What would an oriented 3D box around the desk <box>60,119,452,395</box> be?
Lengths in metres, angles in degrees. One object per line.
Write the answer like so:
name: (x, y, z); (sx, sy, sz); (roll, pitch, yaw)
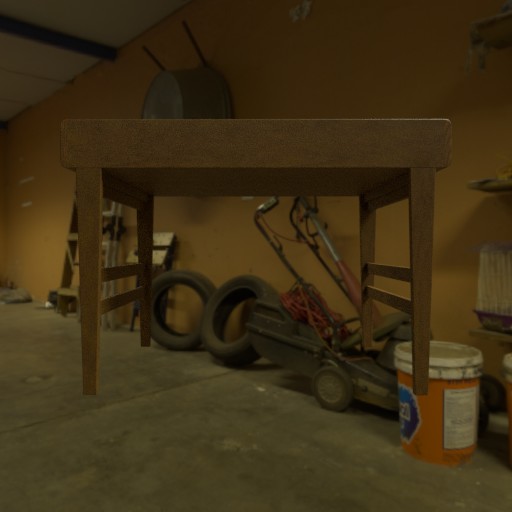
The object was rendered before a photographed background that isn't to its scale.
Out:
desk: (0.000, 0.000, 1.543); (1.066, 0.754, 0.660); (0, 1, 0)
